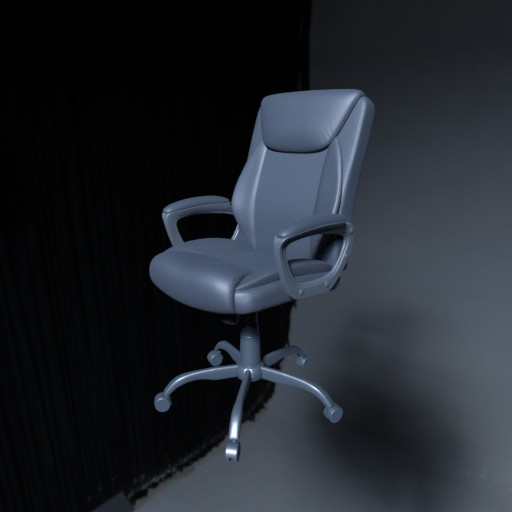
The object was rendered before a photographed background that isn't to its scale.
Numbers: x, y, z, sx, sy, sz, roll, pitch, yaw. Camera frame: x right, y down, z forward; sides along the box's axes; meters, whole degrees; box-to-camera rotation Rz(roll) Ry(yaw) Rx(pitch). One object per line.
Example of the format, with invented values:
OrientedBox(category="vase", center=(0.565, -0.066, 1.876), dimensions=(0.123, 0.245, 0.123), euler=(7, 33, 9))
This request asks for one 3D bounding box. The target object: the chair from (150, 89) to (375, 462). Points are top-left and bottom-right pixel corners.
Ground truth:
OrientedBox(category="chair", center=(0.000, 0.000, 1.486), dimensions=(0.615, 1.072, 0.655), euler=(15, 21, 42))
